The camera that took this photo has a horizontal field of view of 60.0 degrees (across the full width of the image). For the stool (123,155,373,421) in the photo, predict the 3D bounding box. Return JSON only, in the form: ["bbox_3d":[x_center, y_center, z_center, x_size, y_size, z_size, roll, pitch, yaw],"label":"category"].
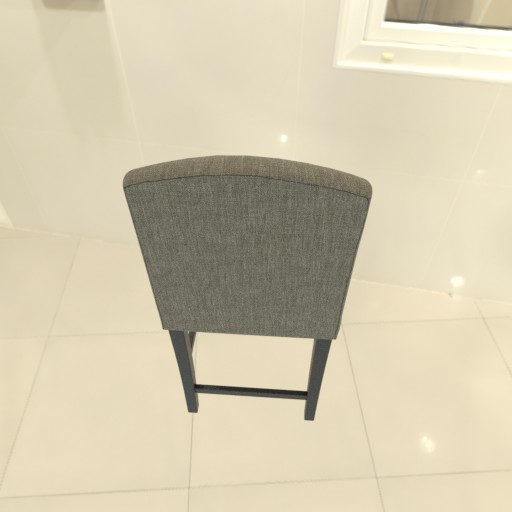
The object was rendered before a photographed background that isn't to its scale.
[{"bbox_3d":[0.000,0.000,1.274,0.451,0.966,0.552,3,46,3],"label":"stool"}]
